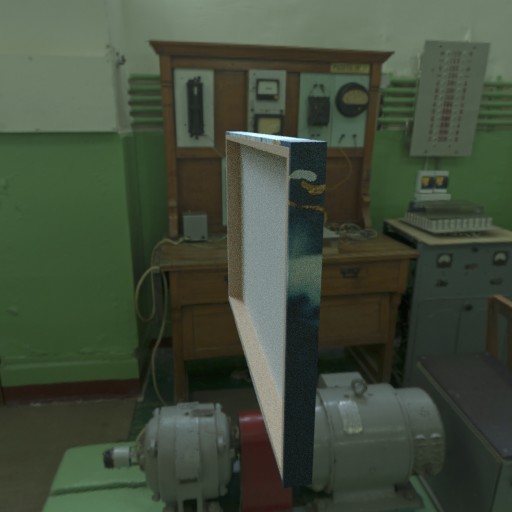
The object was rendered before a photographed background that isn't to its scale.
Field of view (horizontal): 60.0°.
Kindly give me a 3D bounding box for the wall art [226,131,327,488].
[{"bbox_3d":[0.000,0.000,0.767,0.036,0.405,0.607,-3,17,-9],"label":"wall art"}]
